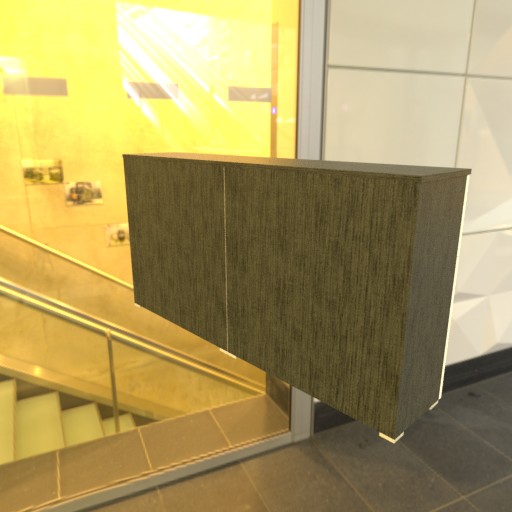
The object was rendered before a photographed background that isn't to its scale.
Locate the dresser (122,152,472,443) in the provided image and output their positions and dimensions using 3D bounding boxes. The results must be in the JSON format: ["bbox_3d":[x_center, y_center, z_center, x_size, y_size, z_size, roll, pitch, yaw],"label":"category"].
[{"bbox_3d":[0.000,0.000,1.855,0.333,0.790,1.535,-15,21,-42],"label":"dresser"}]
